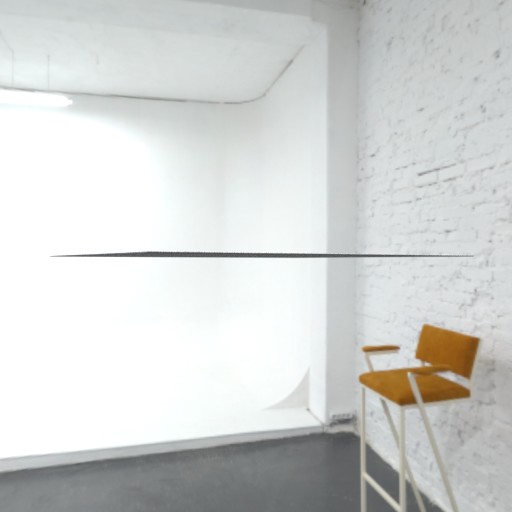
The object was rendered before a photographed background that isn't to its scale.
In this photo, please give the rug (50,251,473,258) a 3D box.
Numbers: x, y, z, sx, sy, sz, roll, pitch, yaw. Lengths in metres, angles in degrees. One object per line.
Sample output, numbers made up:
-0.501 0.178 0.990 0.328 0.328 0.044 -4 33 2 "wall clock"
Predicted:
0.000 0.000 4.040 3.048 0.012 2.438 0 -1 -35 "rug"
